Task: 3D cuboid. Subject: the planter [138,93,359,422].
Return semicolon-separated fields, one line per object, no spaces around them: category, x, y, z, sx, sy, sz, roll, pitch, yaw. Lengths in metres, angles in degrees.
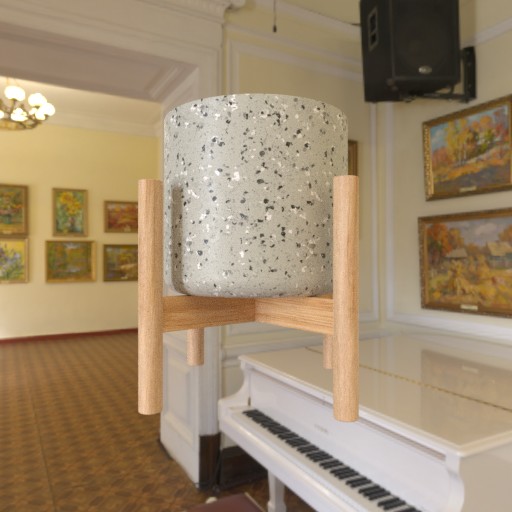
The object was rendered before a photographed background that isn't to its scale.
planter;0.000;0.000;0.547;0.284;0.320;0.284;0;0;-17
